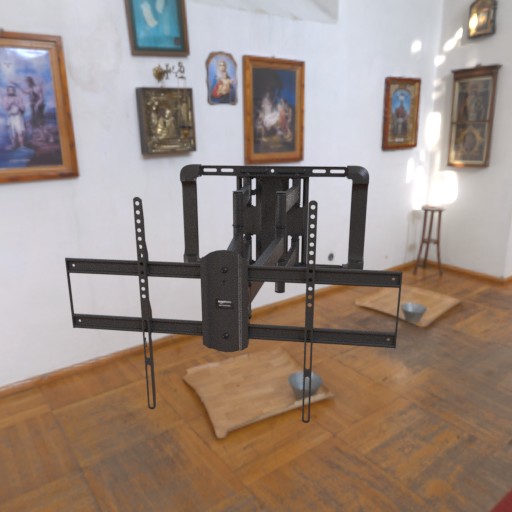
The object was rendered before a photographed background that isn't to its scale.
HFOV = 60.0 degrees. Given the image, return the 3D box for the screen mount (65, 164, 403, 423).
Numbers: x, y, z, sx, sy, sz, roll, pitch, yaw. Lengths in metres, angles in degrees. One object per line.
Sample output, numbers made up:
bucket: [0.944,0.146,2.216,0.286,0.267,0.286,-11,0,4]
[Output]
screen mount: [0.000,0.000,1.336,0.725,0.483,0.905,2,15,8]
